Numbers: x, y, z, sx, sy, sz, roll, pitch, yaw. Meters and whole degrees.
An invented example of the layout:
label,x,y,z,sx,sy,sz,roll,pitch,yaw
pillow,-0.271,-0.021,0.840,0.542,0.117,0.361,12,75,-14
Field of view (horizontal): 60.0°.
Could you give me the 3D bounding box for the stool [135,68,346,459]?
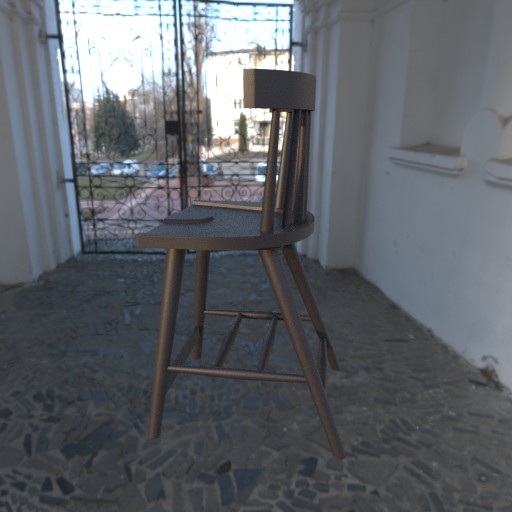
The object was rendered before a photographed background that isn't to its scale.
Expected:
label,x,y,z,sx,sy,sz,roll,pitch,yaw
stool,0.000,0.000,1.278,0.549,0.953,0.494,3,17,8
